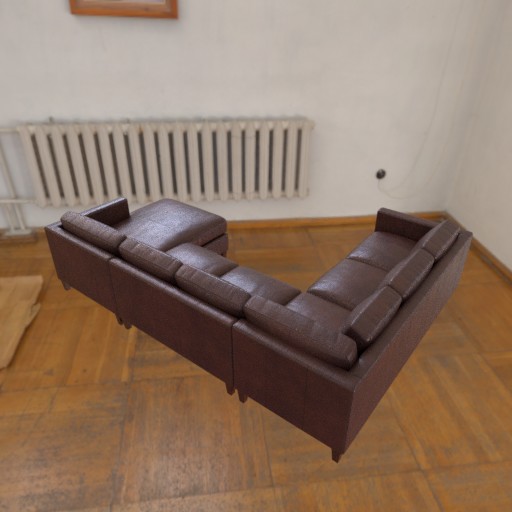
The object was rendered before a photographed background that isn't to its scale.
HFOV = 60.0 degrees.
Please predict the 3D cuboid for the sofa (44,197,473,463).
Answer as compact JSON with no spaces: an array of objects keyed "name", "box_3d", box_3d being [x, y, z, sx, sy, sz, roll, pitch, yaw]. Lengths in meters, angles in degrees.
[{"name":"sofa","box_3d":[0.000,0.000,4.392,3.324,0.891,2.452,22,38,32]}]
